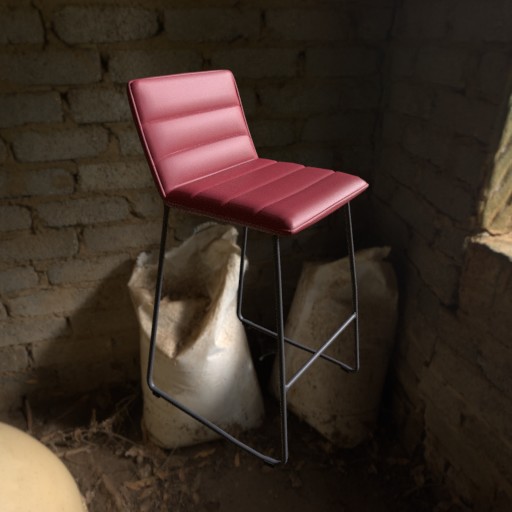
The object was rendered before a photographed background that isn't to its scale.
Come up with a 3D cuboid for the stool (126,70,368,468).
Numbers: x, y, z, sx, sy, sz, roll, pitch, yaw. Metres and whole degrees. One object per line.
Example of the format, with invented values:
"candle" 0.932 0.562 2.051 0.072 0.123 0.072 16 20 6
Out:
"stool" 0.000 0.000 1.254 0.524 0.937 0.489 19 33 32
